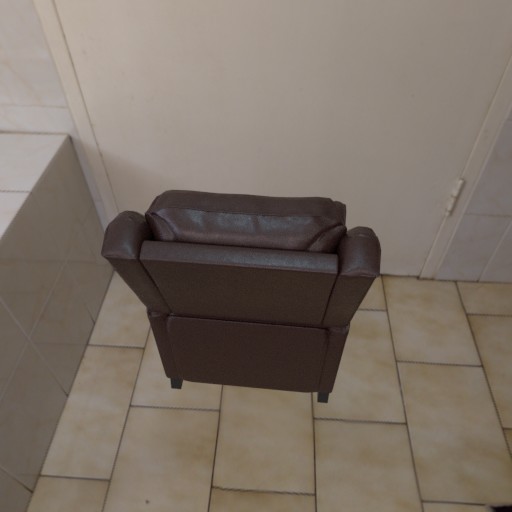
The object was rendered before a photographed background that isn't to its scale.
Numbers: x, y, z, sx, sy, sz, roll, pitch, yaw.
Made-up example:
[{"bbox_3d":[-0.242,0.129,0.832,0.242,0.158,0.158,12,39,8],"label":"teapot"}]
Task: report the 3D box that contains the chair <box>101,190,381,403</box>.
[{"bbox_3d":[0.000,0.000,1.826,0.770,1.132,0.982,4,47,4],"label":"chair"}]
